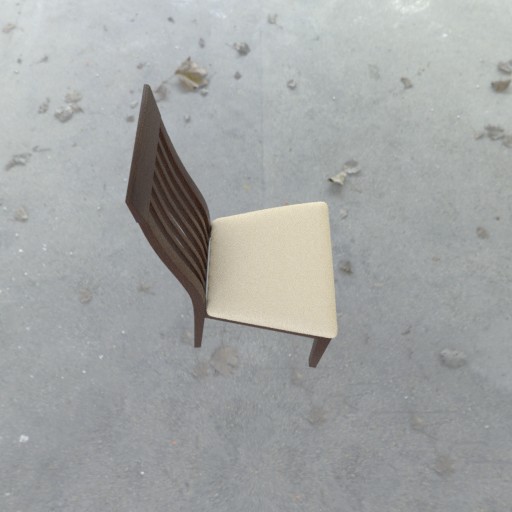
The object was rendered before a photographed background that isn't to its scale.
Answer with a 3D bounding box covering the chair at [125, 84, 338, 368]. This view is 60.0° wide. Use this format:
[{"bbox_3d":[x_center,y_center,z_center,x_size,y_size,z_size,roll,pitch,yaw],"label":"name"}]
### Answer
[{"bbox_3d":[0.000,0.000,1.317,0.474,1.027,0.460,0,64,0],"label":"chair"}]
